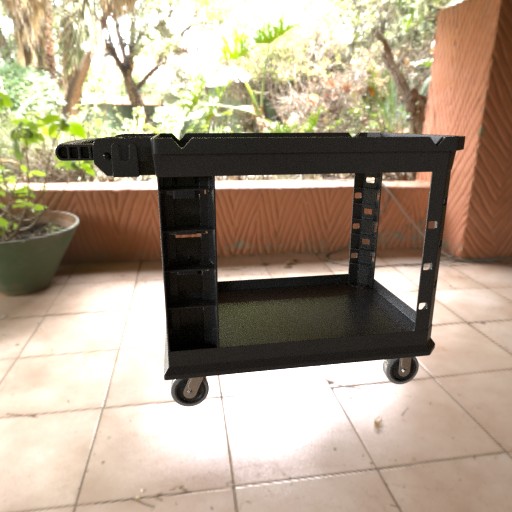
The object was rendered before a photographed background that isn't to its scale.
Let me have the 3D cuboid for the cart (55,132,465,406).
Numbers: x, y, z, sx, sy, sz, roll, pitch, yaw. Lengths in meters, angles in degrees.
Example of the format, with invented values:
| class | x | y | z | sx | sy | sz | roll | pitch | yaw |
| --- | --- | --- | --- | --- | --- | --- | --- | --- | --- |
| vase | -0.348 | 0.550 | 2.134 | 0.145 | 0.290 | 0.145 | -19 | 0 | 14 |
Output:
| class | x | y | z | sx | sy | sz | roll | pitch | yaw |
| --- | --- | --- | --- | --- | --- | --- | --- | --- | --- |
| cart | 0.000 | 0.000 | 1.675 | 1.239 | 0.884 | 0.674 | -3 | 17 | -10 |
